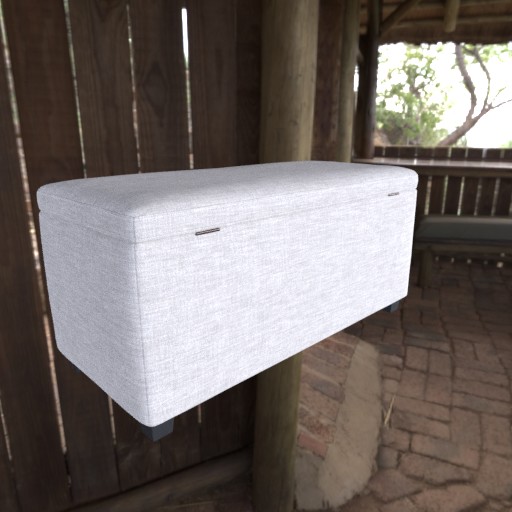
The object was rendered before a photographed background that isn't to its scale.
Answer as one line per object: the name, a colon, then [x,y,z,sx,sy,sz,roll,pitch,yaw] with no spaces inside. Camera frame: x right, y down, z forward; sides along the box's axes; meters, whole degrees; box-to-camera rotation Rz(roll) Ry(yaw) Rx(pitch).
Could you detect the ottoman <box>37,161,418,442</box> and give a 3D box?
ottoman: [0.000,0.000,1.116,0.902,0.432,0.419,-15,22,-42]
